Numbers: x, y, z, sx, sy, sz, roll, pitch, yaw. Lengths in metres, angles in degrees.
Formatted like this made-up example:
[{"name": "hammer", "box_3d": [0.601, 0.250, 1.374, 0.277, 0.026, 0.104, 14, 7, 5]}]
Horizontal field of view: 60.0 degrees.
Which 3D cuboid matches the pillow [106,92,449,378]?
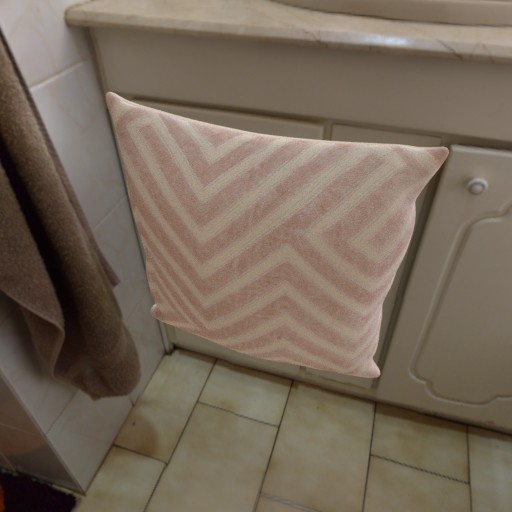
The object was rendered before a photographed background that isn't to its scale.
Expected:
[{"name": "pillow", "box_3d": [0.000, 0.000, 0.665, 0.440, 0.441, 0.182, 13, 42, 15]}]
